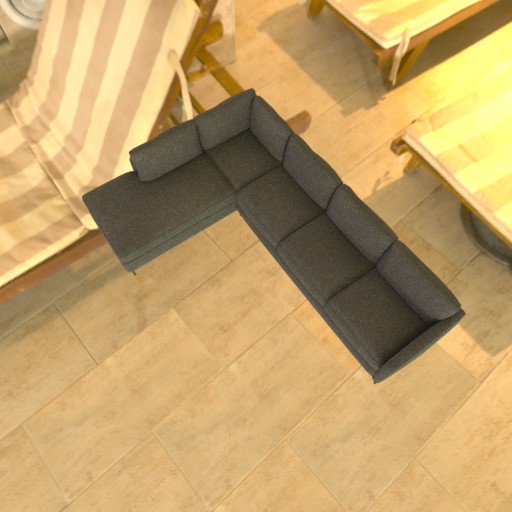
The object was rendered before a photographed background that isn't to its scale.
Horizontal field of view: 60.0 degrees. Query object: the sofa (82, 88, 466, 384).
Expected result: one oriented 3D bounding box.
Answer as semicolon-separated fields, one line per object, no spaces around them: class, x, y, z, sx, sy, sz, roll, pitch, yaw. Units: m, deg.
sofa;0.000;0.000;3.903;2.007;0.815;2.949;-33;68;-15
